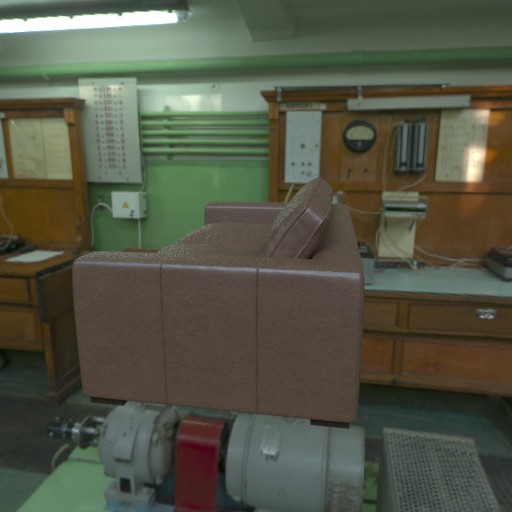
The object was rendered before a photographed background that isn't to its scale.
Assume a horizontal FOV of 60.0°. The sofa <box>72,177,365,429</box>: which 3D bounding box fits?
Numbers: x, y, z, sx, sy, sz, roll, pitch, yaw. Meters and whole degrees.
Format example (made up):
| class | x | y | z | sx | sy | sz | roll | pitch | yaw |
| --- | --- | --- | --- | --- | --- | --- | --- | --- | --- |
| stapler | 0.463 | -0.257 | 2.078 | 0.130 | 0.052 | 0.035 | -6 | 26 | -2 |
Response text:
| class | x | y | z | sx | sy | sz | roll | pitch | yaw |
| --- | --- | --- | --- | --- | --- | --- | --- | --- | --- |
| sofa | 0.000 | 0.000 | 2.454 | 1.070 | 0.800 | 1.920 | 2 | 14 | 10 |
